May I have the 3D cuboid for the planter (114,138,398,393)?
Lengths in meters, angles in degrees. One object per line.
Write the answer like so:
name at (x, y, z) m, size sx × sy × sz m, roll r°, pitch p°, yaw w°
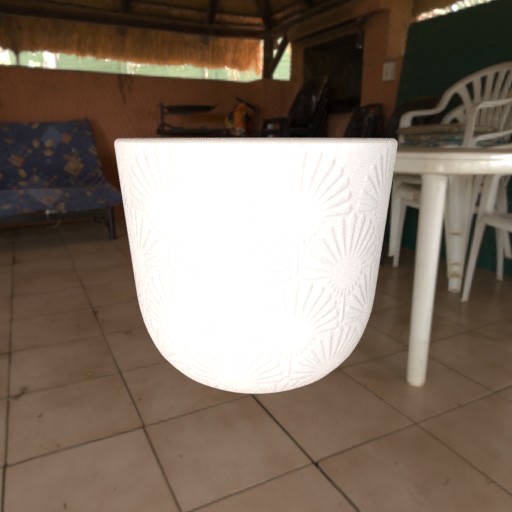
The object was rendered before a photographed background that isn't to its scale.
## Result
planter at (0.000, 0.000, 0.296) m, size 0.170 × 0.152 × 0.170 m, roll 0°, pitch 15°, yaw 0°
